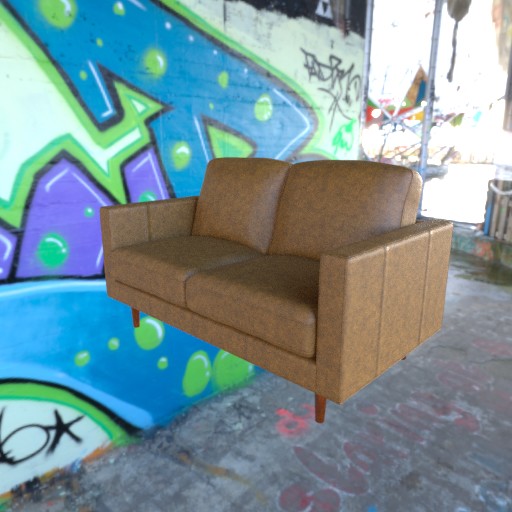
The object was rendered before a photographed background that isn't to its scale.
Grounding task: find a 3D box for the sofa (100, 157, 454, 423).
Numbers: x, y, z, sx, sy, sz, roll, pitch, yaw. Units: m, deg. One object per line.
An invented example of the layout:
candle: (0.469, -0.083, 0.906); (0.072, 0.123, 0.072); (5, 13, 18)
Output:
sofa: (0.000, 0.000, 2.235); (1.578, 0.951, 0.909); (14, 20, 42)
